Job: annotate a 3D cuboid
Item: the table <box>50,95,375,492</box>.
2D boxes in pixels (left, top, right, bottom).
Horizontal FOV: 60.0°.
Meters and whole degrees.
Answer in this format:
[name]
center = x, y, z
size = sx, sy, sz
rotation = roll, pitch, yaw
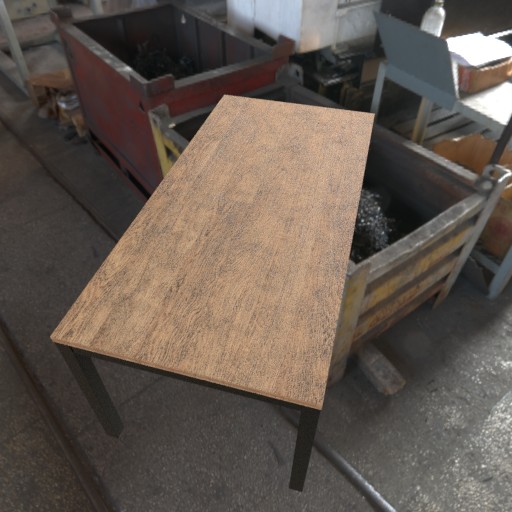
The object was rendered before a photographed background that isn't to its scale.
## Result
[table]
center = 0.000, 0.000, 2.243
size = 0.893, 0.767, 1.805
rotation = 11, 46, 11
